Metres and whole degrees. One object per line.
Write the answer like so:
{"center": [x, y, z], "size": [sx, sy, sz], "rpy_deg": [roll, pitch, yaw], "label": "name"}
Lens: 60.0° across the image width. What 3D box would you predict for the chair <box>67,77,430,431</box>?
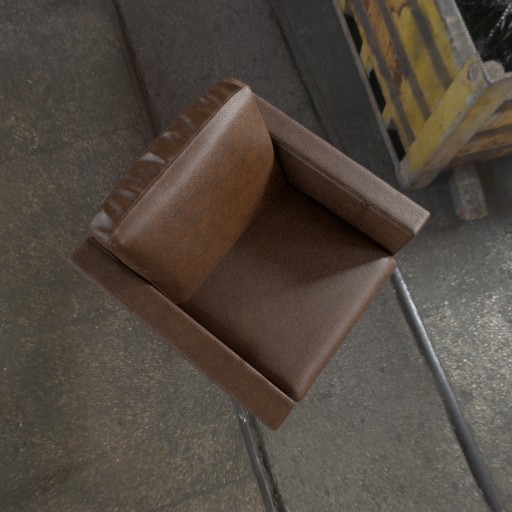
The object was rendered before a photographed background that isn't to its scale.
{"center": [0.000, 0.000, 1.682], "size": [0.909, 0.956, 0.890], "rpy_deg": [37, 78, 9], "label": "chair"}
